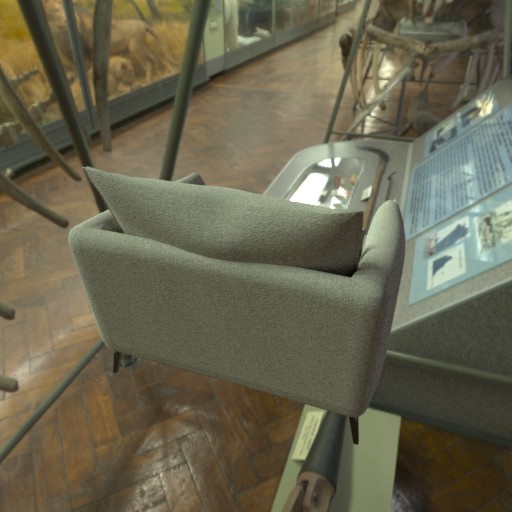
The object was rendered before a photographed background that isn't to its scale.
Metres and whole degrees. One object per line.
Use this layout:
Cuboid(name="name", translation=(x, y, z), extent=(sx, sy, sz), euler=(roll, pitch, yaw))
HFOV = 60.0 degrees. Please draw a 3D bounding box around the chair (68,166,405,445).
Cuboid(name="chair", translation=(0.000, 0.000, 1.623), extent=(1.029, 0.856, 0.801), euler=(11, 34, 16))
